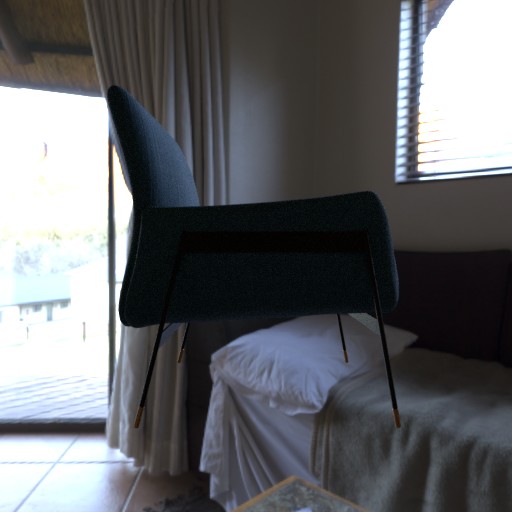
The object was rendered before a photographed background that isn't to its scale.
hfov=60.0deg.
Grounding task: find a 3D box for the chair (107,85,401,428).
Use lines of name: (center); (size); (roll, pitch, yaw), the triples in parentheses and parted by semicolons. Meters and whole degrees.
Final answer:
chair: (0.000, 0.000, 1.429); (0.769, 0.859, 0.678); (0, 1, 0)
